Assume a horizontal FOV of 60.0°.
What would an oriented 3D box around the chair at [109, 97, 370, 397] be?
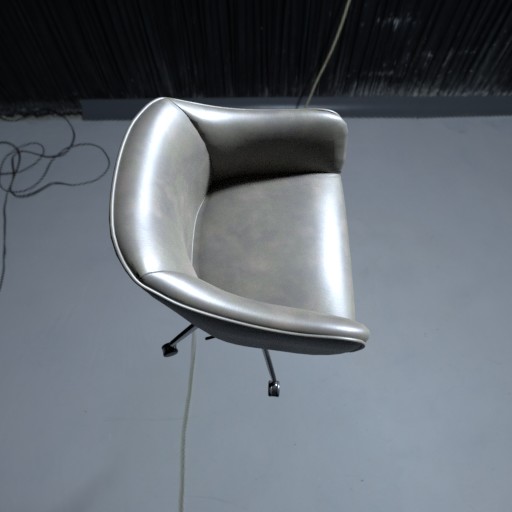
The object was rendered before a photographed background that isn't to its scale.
[{"bbox_3d":[0.000,0.000,1.363,0.689,0.827,0.713,0,63,0],"label":"chair"}]
